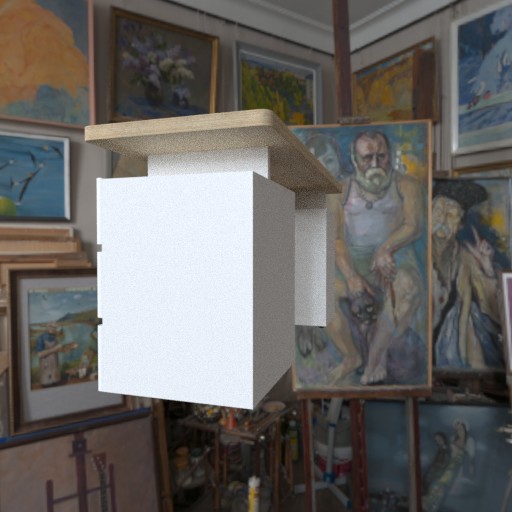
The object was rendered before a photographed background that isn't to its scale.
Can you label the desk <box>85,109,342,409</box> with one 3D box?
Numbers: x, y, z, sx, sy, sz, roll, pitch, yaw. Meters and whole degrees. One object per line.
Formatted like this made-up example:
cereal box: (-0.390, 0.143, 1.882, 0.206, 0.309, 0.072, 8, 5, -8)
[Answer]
desk: (0.000, 0.000, 1.878, 0.550, 0.755, 1.500, 0, 1, 18)
